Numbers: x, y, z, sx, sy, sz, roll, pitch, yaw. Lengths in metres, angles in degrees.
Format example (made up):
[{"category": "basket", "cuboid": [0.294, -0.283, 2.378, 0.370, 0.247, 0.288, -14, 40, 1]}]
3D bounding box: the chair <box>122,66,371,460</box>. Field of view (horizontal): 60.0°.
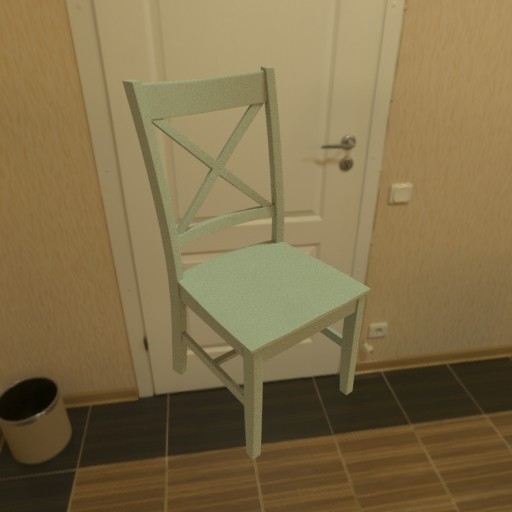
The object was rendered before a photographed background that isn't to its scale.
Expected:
[{"category": "chair", "cuboid": [0.000, 0.000, 1.339, 0.485, 0.983, 0.542, -21, 36, -32]}]
